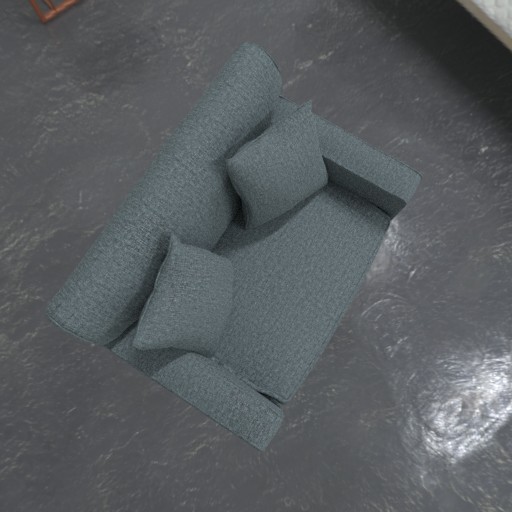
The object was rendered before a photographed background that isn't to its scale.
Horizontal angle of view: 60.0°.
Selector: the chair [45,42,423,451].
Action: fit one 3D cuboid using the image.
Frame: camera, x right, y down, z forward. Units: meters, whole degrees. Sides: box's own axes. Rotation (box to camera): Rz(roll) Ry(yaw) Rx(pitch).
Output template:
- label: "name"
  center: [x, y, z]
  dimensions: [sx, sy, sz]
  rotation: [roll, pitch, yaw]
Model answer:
- label: "chair"
  center: [0.000, 0.000, 2.066]
  dimensions: [1.000, 0.948, 1.383]
  rotation: [31, 79, 7]
